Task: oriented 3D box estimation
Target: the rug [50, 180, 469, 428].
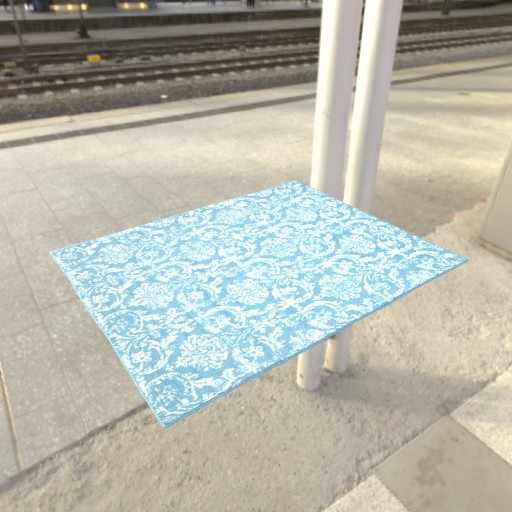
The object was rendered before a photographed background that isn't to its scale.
[{"bbox_3d":[0.000,0.000,4.012,2.980,0.012,2.363,-21,37,-30],"label":"rug"}]
